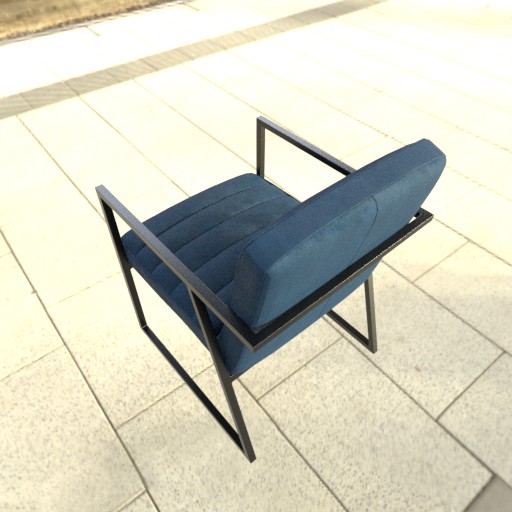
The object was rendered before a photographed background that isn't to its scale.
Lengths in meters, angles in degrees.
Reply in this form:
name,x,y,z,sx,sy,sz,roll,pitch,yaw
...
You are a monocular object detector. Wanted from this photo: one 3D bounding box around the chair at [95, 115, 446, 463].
name,x,y,z,sx,sy,sz,roll,pitch,yaw
chair,0.000,0.000,1.253,0.571,0.833,0.677,-31,54,-27
